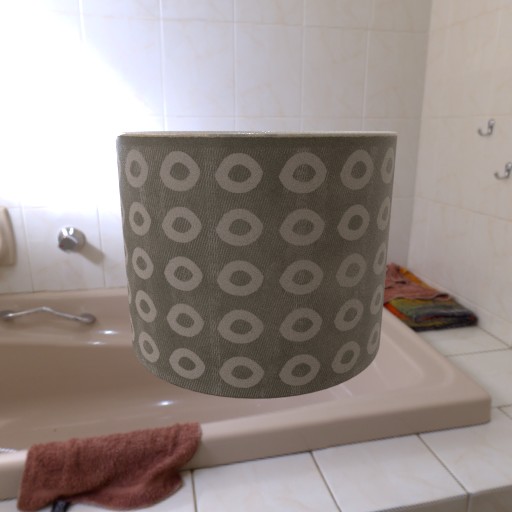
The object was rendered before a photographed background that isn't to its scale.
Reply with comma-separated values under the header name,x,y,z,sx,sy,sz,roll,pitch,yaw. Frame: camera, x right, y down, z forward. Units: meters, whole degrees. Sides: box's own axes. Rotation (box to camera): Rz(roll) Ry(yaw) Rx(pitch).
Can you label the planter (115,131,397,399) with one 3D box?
name,x,y,z,sx,sy,sz,roll,pitch,yaw
planter,0.000,0.000,0.336,0.190,0.181,0.190,0,16,0
